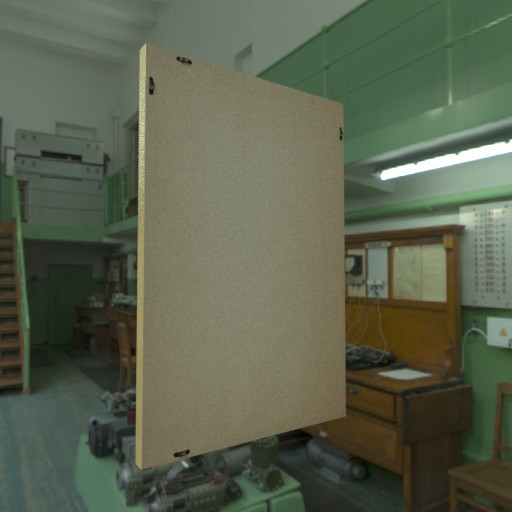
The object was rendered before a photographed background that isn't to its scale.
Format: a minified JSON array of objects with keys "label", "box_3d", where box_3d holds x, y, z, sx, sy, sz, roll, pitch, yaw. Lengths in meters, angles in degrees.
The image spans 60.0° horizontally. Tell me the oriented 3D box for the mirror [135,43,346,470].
[{"label":"mirror","box_3d":[0.000,0.000,1.136,0.609,0.915,0.041,2,-3,-35]}]
